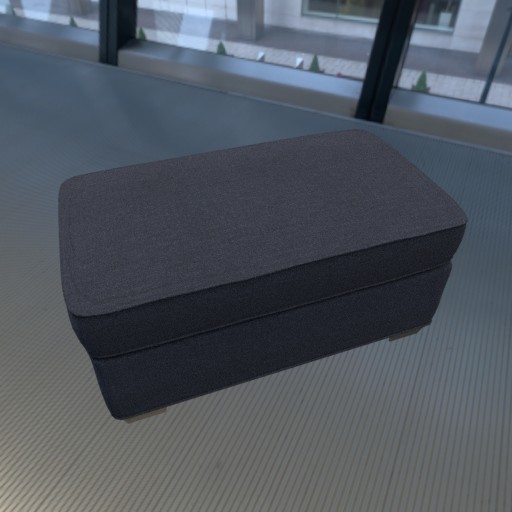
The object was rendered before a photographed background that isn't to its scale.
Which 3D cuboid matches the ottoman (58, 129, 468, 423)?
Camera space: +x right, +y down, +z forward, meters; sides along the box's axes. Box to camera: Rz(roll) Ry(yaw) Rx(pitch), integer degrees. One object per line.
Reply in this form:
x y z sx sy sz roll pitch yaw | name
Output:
0.000 0.000 1.176 0.895 0.453 0.505 -13 44 -14 | ottoman
